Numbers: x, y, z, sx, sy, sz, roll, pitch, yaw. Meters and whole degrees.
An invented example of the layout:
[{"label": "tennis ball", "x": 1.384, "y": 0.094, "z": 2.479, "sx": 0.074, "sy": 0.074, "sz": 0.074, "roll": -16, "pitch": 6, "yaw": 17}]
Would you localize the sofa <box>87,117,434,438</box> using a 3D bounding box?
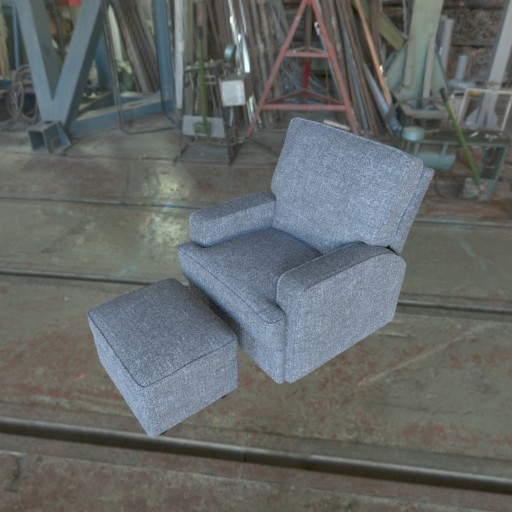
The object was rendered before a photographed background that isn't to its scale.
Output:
[{"label": "sofa", "x": 0.000, "y": 0.000, "z": 2.045, "sx": 1.472, "sy": 0.959, "sz": 0.861, "roll": -23, "pitch": 39, "yaw": -31}]
